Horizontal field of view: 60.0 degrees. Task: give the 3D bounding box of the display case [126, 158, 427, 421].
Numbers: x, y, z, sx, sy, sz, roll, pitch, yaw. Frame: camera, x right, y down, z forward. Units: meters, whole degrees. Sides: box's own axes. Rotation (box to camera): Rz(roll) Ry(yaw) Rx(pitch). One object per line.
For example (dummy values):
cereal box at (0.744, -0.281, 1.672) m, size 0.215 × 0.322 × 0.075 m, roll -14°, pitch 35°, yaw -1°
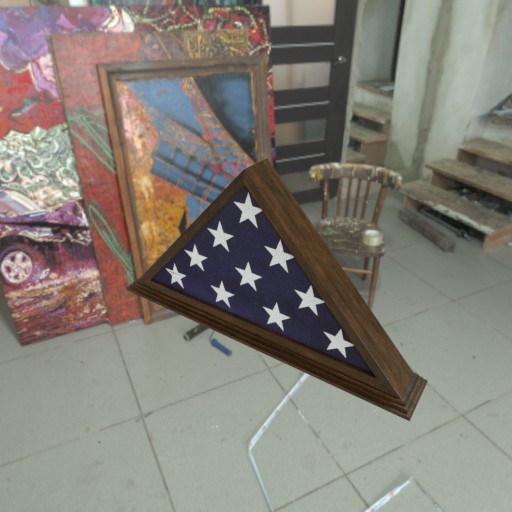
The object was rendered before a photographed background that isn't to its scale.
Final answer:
display case at (0.000, 0.000, 0.791) m, size 0.640 × 0.340 × 0.095 m, roll 19°, pitch 35°, yaw 29°
